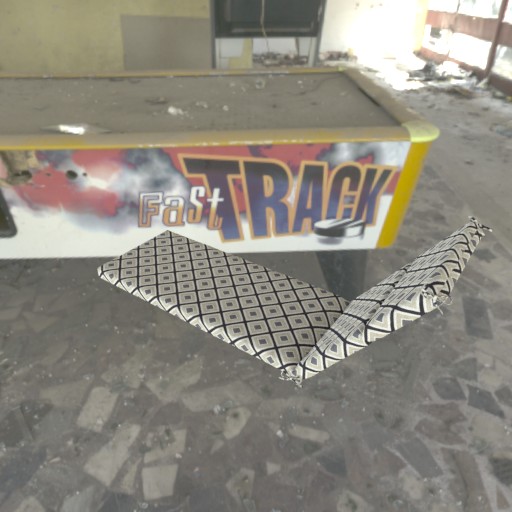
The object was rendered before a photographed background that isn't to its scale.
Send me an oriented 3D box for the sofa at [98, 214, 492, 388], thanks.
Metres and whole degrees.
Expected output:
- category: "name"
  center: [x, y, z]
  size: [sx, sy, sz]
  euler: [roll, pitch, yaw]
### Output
- category: "sofa"
  center: [0.000, 0.000, 1.925]
  size: [1.663, 0.622, 0.582]
  euler: [20, 37, 29]
